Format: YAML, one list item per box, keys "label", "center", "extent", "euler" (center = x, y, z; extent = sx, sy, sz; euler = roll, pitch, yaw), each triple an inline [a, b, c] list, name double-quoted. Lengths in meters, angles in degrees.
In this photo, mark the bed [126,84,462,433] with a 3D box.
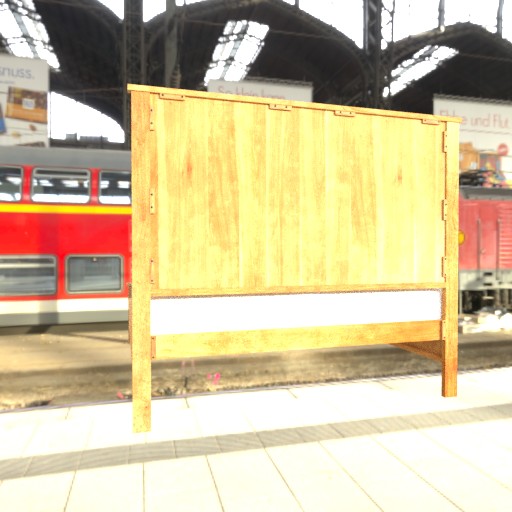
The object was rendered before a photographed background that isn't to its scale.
- label: "bed"
  center: [0.000, 0.000, 3.461]
  extent: [1.936, 1.686, 2.201]
  euler: [0, 1, -17]
